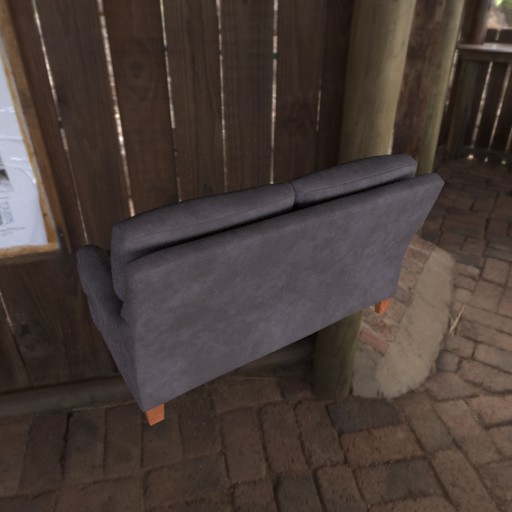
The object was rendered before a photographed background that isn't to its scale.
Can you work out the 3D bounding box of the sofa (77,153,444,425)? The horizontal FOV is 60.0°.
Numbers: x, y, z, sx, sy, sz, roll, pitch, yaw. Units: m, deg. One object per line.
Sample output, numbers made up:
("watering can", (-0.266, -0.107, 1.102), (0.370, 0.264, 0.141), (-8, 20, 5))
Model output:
("sofa", (0.000, 0.000, 2.590), (1.853, 1.101, 1.084), (-18, 34, -29))
